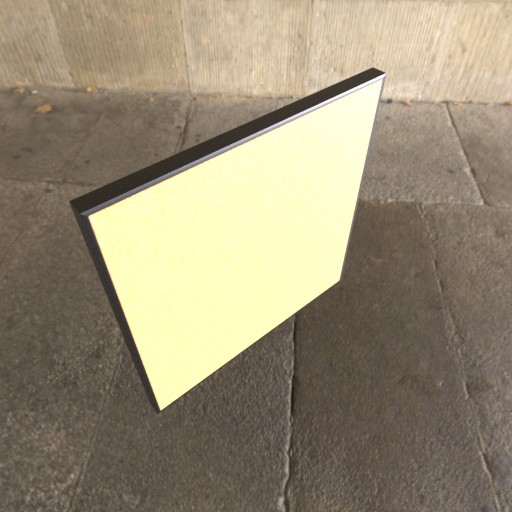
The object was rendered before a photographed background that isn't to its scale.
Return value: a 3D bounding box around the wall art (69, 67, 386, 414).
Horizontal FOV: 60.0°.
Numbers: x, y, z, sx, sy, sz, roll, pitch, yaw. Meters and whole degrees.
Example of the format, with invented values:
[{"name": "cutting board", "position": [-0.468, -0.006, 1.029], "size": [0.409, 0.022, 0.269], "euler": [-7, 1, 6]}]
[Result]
[{"name": "wall art", "position": [0.000, 0.000, 1.167], "size": [0.769, 0.766, 0.042], "euler": [-32, 55, -26]}]
